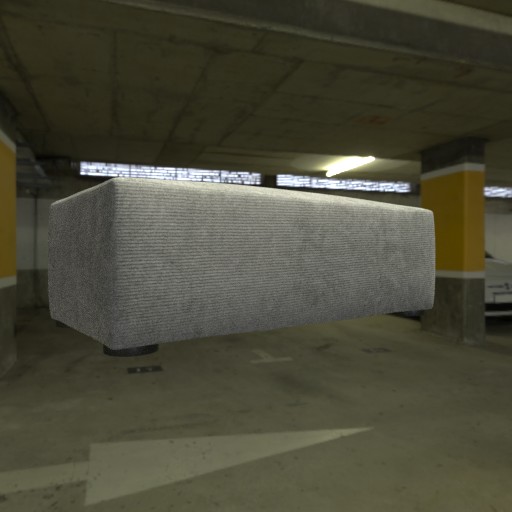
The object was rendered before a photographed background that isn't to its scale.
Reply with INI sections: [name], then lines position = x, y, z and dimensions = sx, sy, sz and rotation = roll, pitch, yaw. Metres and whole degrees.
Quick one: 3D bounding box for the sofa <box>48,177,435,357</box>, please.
[sofa]
position = 0.000, 0.000, 1.163
dimensions = 0.930, 0.330, 0.480
rotation = 0, 0, -36
